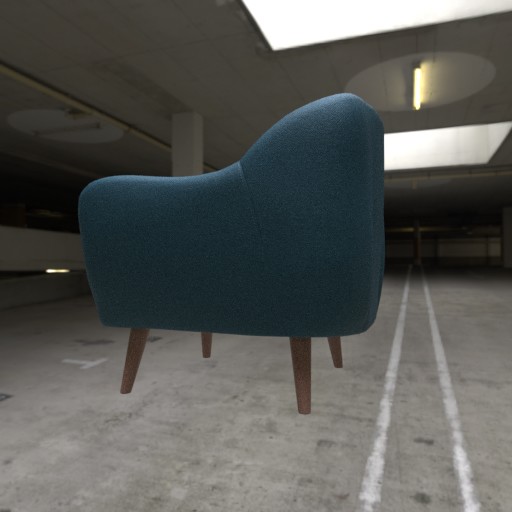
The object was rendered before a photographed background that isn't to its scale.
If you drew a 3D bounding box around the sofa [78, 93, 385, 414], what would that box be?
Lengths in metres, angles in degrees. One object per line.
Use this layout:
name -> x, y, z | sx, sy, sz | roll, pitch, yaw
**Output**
sofa -> 0.000, 0.000, 1.476 | 0.825, 0.817, 0.836 | -1, -2, 20
